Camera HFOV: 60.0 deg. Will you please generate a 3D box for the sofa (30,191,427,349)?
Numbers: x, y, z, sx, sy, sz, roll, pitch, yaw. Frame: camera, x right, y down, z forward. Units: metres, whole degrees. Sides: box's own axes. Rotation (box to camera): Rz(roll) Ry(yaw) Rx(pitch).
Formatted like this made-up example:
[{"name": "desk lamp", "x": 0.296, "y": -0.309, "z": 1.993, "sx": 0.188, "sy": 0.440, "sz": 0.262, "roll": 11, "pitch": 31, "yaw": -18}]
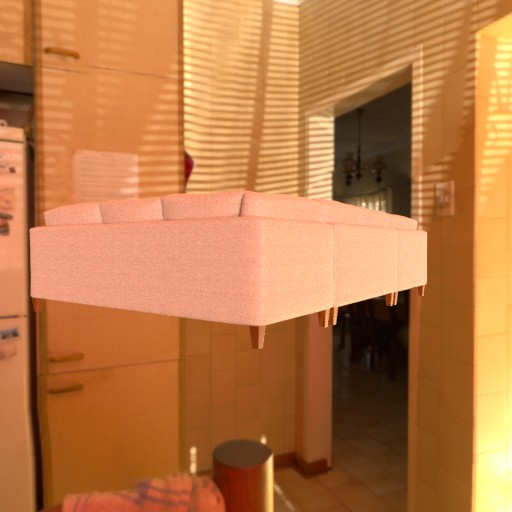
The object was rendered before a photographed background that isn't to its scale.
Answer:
[{"name": "sofa", "x": 0.000, "y": 0.000, "z": 4.614, "sx": 2.594, "sy": 0.961, "sz": 3.460, "roll": 1, "pitch": 2, "yaw": 36}]
